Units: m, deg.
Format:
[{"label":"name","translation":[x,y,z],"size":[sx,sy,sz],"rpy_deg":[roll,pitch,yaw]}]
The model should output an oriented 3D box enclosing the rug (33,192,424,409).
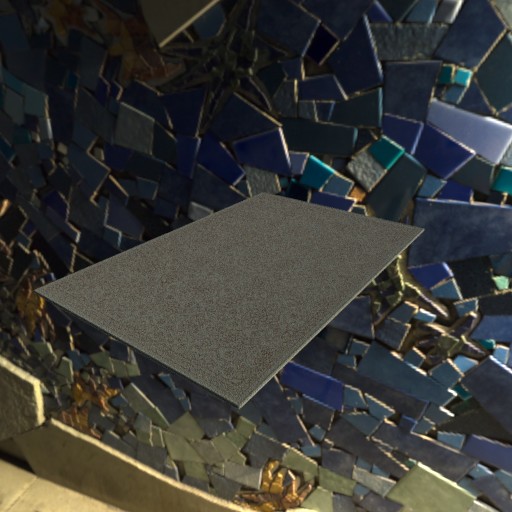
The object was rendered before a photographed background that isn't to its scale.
[{"label":"rug","translation":[0.000,0.000,2.378],"size":[1.219,0.010,1.829],"rpy_deg":[18,31,32]}]
